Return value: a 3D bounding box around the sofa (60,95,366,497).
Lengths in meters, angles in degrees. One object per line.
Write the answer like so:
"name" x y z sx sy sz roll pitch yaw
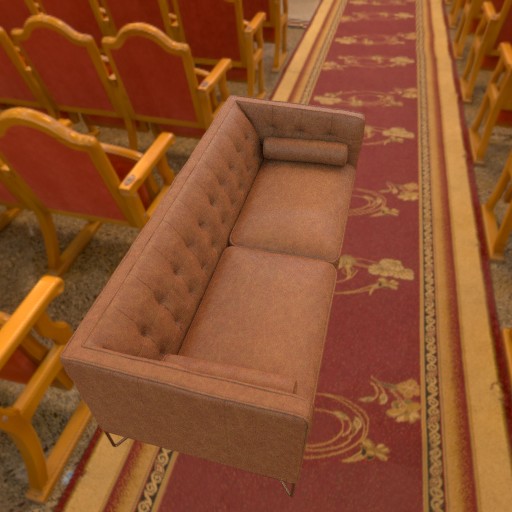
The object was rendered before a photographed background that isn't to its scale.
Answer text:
"sofa" 0.000 0.000 2.435 0.912 0.798 2.079 11 47 10
